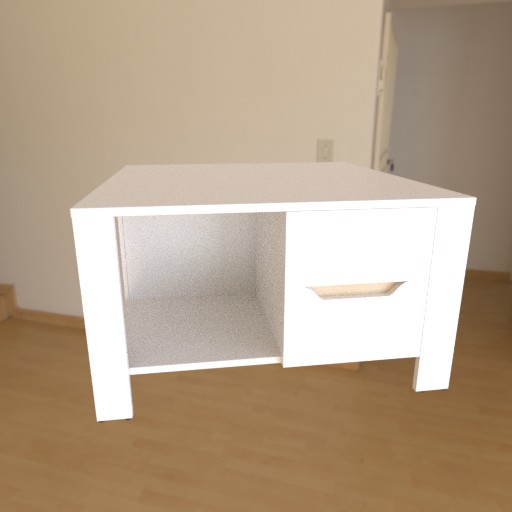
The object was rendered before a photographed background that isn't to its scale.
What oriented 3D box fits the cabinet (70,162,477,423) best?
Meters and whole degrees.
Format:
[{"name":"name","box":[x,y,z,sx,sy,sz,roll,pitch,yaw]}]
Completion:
[{"name":"cabinet","box":[0.000,0.000,1.301,0.800,0.460,0.800,-3,17,-8]}]
